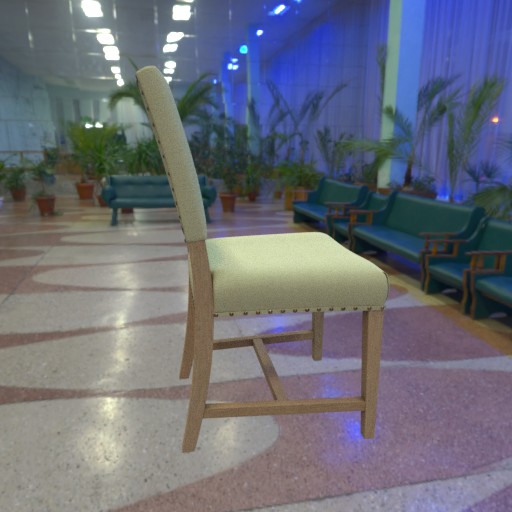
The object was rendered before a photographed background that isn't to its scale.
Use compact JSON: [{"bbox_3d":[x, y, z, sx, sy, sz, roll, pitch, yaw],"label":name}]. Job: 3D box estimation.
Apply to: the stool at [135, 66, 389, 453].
[{"bbox_3d":[0.000,0.000,1.329,0.623,0.986,0.508,-3,15,-10],"label":"stool"}]
